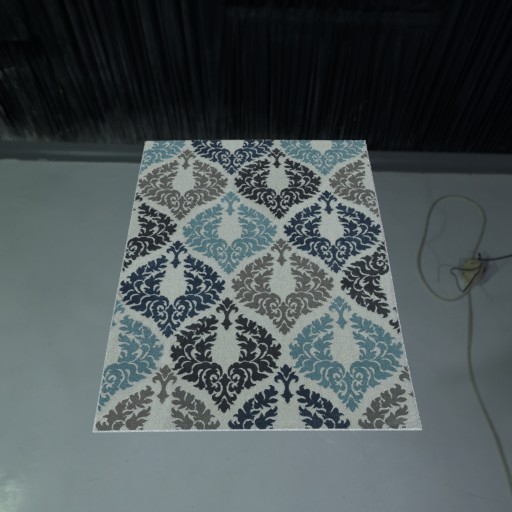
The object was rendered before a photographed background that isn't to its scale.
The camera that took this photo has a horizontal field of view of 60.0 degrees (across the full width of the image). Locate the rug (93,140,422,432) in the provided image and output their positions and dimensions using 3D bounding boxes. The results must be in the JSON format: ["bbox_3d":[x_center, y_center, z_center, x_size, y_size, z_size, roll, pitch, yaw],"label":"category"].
[{"bbox_3d":[0.000,0.000,4.057,2.423,0.014,3.040,0,57,0],"label":"rug"}]
